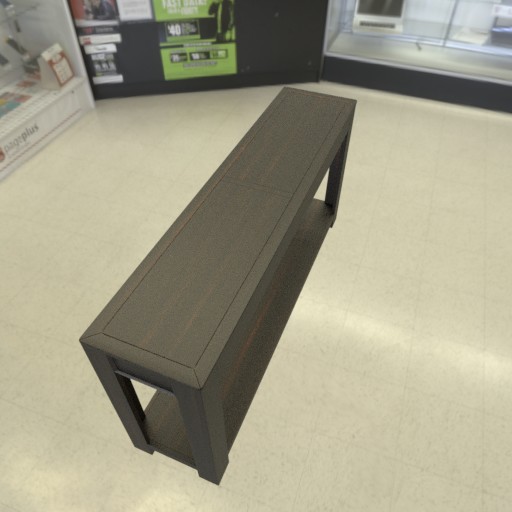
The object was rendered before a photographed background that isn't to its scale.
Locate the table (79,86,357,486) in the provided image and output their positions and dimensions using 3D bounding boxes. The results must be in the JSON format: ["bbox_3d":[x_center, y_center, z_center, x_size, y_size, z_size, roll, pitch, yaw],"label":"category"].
[{"bbox_3d":[0.000,0.000,1.948,0.384,0.762,1.631,17,49,15],"label":"table"}]
